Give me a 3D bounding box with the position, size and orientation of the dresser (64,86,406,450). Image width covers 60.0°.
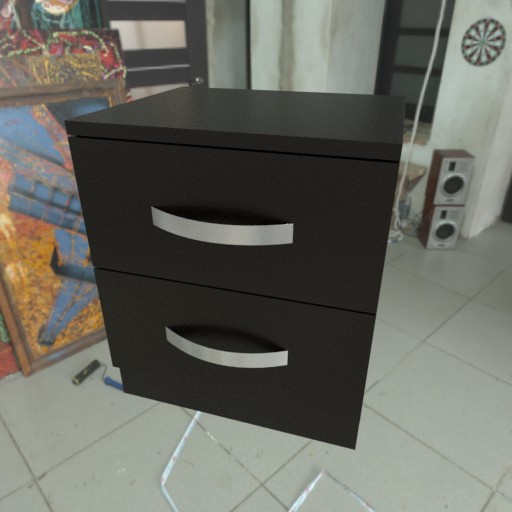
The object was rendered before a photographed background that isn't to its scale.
[{"bbox_3d":[0.000,0.000,0.732,0.400,0.470,0.360,8,29,15],"label":"dresser"}]
